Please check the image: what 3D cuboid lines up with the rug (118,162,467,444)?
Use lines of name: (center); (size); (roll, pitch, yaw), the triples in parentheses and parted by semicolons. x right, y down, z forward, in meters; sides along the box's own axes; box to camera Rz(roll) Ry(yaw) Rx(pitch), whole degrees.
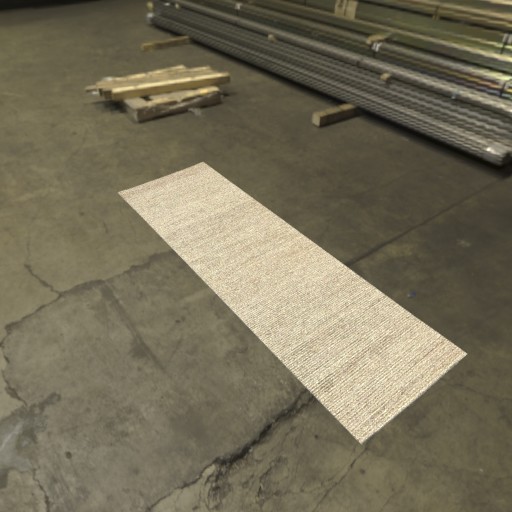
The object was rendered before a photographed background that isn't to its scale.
rug: (0.000, 0.000, 2.674); (0.741, 0.014, 2.390); (-26, 47, -27)
